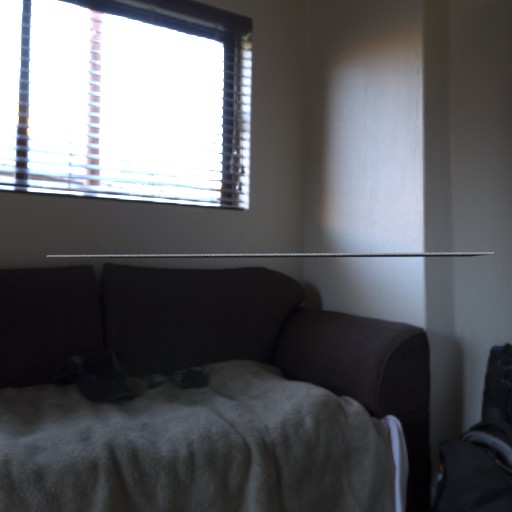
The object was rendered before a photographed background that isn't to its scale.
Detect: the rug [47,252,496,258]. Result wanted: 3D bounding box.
[{"bbox_3d":[0.000,0.000,2.654,2.435,0.009,0.750,0,-1,19],"label":"rug"}]
